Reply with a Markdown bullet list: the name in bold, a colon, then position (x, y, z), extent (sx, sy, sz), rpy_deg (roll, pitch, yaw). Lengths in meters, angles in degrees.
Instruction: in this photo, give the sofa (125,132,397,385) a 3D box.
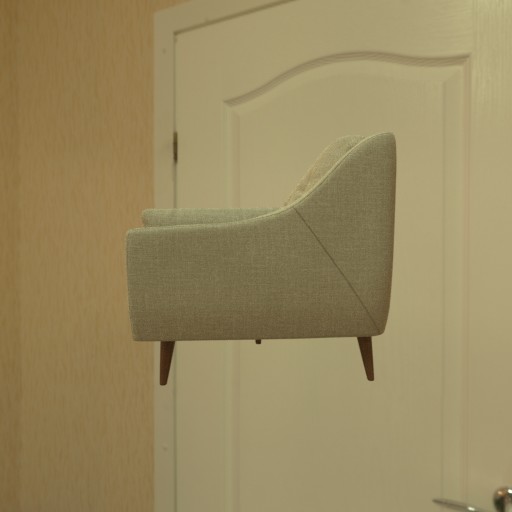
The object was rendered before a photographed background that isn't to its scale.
- **sofa**: position (0.000, 0.000, 2.232), extent (0.965, 0.888, 1.652), rpy_deg (0, 1, -1)
